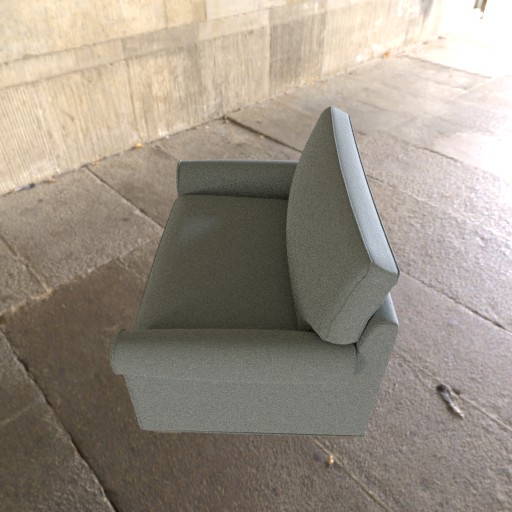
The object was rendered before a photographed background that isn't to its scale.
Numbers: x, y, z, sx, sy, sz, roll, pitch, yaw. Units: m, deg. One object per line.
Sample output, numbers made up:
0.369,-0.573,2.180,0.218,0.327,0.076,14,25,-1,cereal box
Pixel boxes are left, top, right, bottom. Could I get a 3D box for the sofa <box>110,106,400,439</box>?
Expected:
0.000,0.000,2.030,0.940,0.953,1.410,1,39,2,sofa
